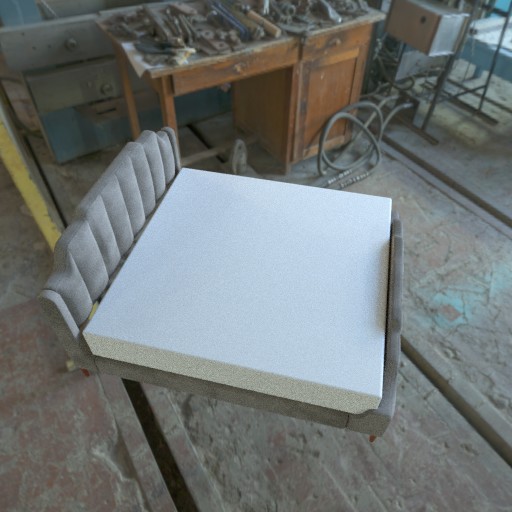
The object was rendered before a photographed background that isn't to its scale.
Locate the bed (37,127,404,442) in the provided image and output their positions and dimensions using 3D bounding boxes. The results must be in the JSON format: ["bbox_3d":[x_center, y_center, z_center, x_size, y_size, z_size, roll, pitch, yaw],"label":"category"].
[{"bbox_3d":[0.000,0.000,3.546,2.340,1.245,2.074,10,47,9],"label":"bed"}]
